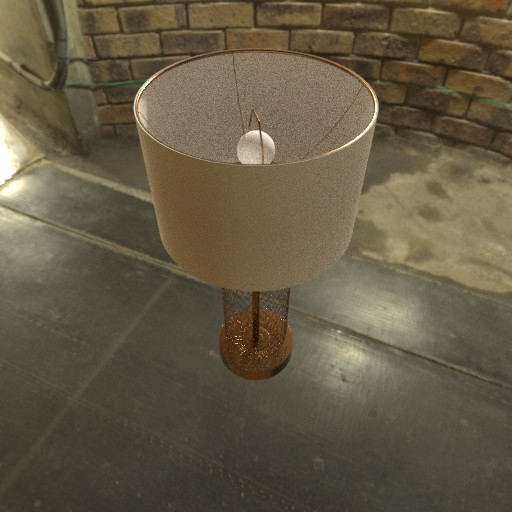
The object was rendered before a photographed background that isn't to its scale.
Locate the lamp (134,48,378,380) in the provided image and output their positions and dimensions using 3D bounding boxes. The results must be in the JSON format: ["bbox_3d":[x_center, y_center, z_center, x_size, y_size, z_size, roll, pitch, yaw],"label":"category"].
[{"bbox_3d":[0.000,0.000,0.638,0.252,0.483,0.252,-10,47,-9],"label":"lamp"}]
